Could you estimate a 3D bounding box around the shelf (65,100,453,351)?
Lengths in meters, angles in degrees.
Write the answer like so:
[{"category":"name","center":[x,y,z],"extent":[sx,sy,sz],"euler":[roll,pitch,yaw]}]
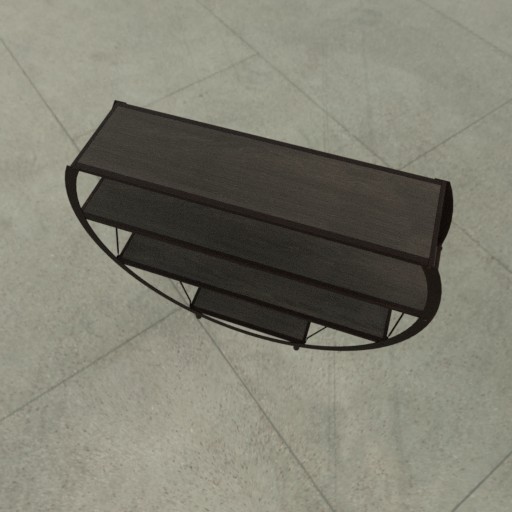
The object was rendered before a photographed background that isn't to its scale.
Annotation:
[{"category":"shelf","center":[0.000,0.000,1.912],"extent":[1.403,1.063,0.344],"euler":[16,61,9]}]
